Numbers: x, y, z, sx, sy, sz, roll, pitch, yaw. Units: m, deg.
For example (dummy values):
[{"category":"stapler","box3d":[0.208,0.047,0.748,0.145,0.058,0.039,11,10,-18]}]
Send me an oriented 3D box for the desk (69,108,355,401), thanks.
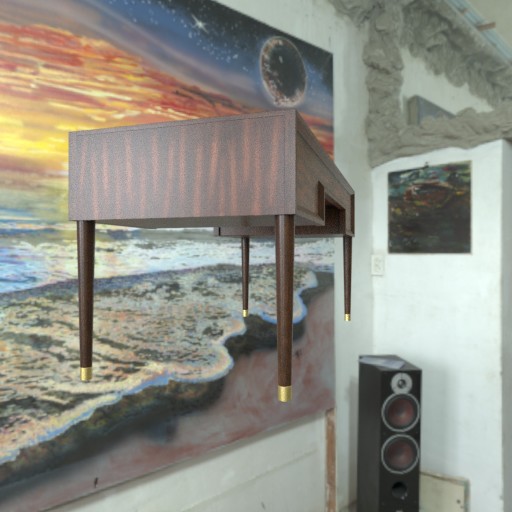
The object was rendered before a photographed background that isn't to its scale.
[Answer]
[{"category":"desk","box3d":[0.000,0.000,1.998,0.724,0.762,1.575,0,0,18]}]
